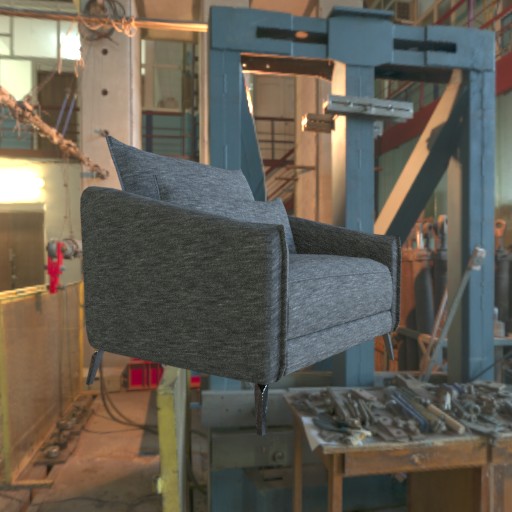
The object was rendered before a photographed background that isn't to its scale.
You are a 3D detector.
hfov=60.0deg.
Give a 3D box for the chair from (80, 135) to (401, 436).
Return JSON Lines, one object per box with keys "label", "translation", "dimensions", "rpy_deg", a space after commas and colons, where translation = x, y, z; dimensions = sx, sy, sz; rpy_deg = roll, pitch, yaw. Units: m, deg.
{"label": "chair", "translation": [0.000, 0.000, 1.637], "dimensions": [0.805, 0.842, 1.004], "rpy_deg": [0, 0, 36]}
